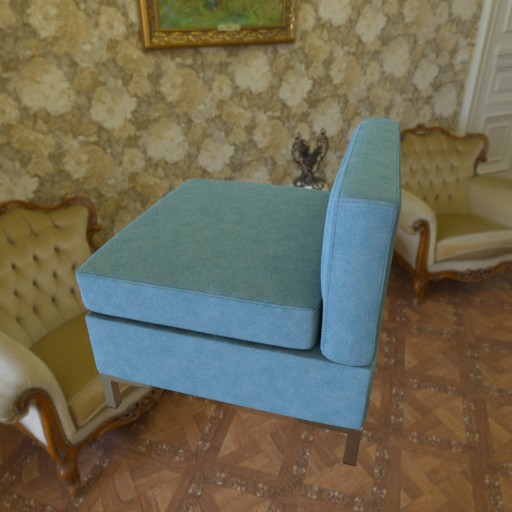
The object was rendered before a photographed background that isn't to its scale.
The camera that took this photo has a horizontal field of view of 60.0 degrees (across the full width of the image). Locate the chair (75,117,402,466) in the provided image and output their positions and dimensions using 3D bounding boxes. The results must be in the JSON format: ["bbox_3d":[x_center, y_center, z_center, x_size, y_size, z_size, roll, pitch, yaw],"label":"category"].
[{"bbox_3d":[0.000,0.000,1.212,0.685,0.660,0.684,8,30,14],"label":"chair"}]
